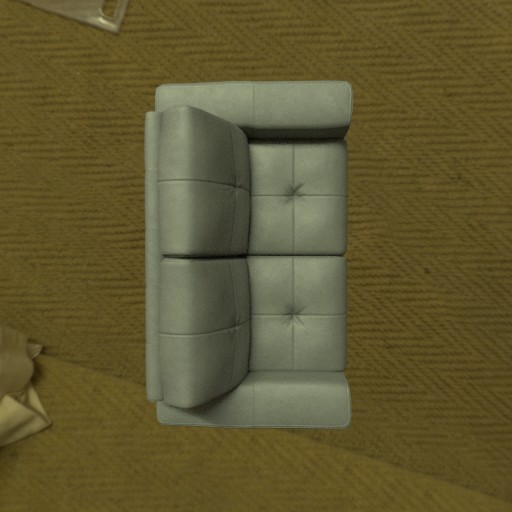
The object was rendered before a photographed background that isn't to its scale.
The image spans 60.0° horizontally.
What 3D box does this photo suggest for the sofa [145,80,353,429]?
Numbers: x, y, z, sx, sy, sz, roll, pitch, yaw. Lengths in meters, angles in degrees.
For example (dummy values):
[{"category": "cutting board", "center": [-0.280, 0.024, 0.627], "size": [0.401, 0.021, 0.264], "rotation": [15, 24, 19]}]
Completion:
[{"category": "sofa", "center": [0.000, 0.000, 2.349], "size": [1.018, 0.907, 1.806], "rotation": [0, 91, 1]}]
